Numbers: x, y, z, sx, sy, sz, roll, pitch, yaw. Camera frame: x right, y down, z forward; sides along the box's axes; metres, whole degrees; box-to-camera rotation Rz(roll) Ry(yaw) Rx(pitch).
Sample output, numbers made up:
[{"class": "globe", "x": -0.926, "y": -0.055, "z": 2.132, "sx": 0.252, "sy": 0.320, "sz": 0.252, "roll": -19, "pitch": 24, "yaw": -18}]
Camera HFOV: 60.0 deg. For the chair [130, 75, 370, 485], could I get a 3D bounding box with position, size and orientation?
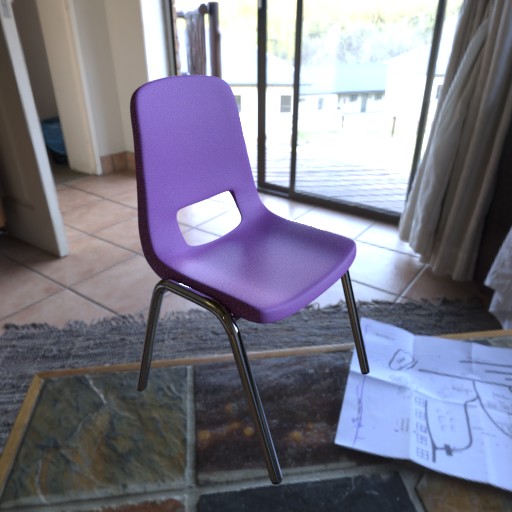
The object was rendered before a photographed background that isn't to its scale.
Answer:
[{"class": "chair", "x": 0.000, "y": 0.000, "z": 0.671, "sx": 0.301, "sy": 0.493, "sz": 0.291, "roll": 19, "pitch": 33, "yaw": 33}]
